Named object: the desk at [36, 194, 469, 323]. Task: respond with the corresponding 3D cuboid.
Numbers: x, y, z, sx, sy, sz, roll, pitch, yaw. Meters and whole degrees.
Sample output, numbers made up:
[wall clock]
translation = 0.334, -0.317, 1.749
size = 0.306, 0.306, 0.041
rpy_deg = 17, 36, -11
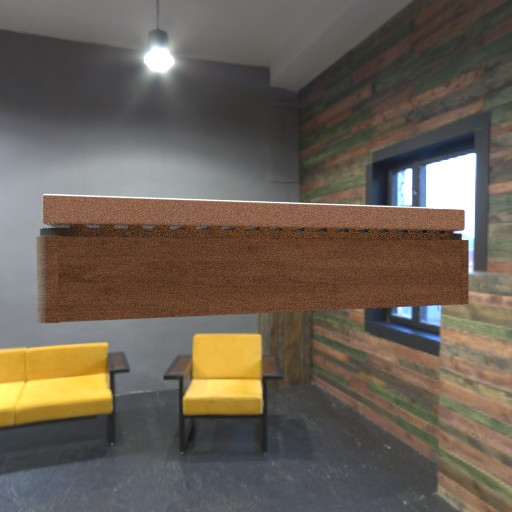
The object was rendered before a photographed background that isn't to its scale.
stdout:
[desk]
translation = 0.000, 0.000, 2.248
size = 1.900, 0.455, 0.900
rpy_deg = 0, 1, -17
